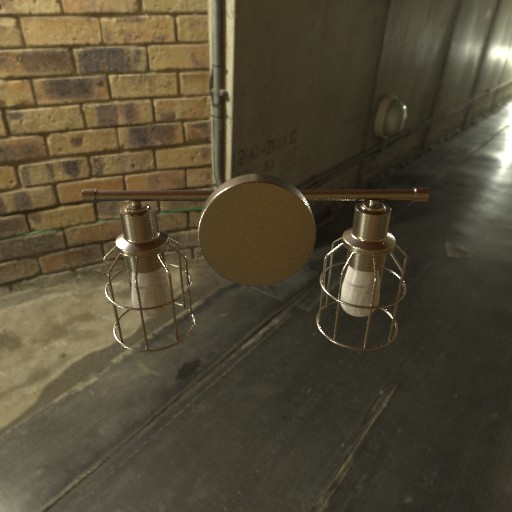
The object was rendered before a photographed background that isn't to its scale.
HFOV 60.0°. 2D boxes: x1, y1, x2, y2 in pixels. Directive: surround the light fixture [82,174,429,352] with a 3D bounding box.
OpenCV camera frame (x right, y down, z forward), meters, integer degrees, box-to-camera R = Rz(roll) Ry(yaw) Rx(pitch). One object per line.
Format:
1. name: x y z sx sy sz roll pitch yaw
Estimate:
1. light fixture: 0.000 0.000 0.539 0.406 0.254 0.165 0 30 0
